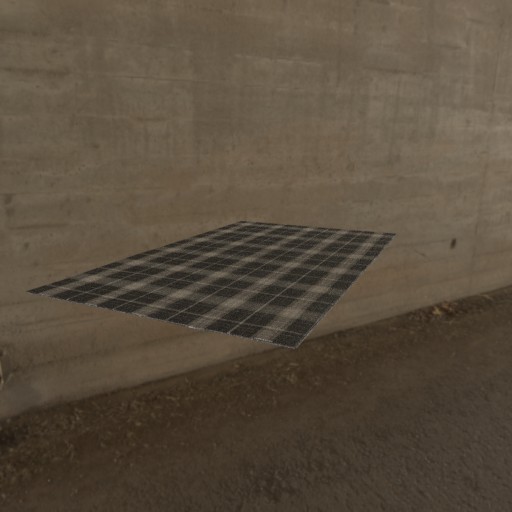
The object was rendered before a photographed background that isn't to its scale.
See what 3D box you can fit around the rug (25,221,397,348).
[{"bbox_3d":[0.000,0.000,3.058,1.520,0.015,2.434,7,16,25],"label":"rug"}]
